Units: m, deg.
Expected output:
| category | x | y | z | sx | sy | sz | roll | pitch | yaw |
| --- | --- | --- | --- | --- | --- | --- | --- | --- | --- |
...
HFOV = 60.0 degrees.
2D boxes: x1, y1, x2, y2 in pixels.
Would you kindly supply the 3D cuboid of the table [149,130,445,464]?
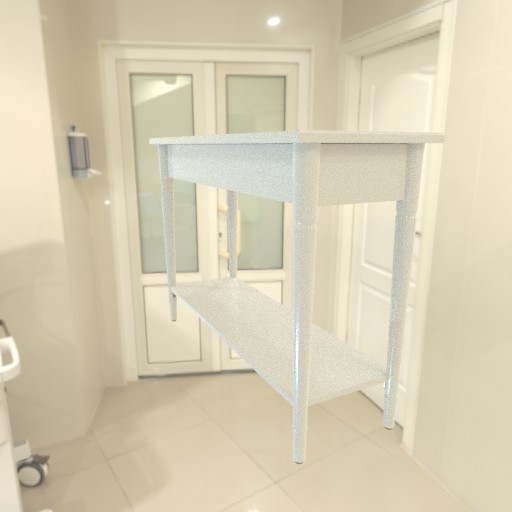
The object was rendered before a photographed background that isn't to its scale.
| category | x | y | z | sx | sy | sz | roll | pitch | yaw |
| --- | --- | --- | --- | --- | --- | --- | --- | --- | --- |
| table | 0.000 | 0.000 | 1.436 | 0.381 | 0.749 | 1.067 | -7 | 16 | -27 |
